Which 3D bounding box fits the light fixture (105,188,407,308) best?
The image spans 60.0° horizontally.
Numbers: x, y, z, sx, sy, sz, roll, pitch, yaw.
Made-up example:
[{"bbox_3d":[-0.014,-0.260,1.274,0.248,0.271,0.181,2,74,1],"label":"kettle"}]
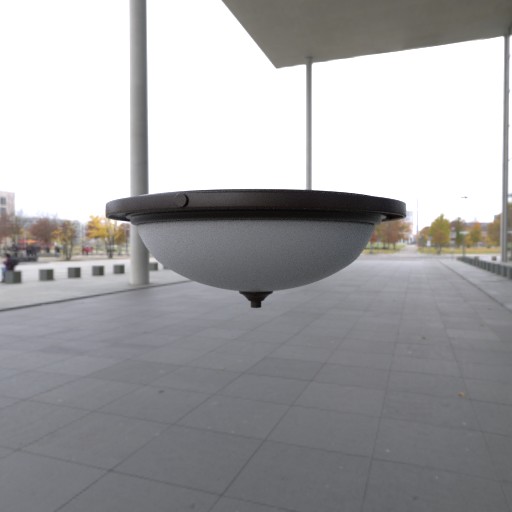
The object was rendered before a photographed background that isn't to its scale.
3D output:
[{"bbox_3d":[0.000,0.000,0.562,0.361,0.130,0.361,0,1,0],"label":"light fixture"}]
